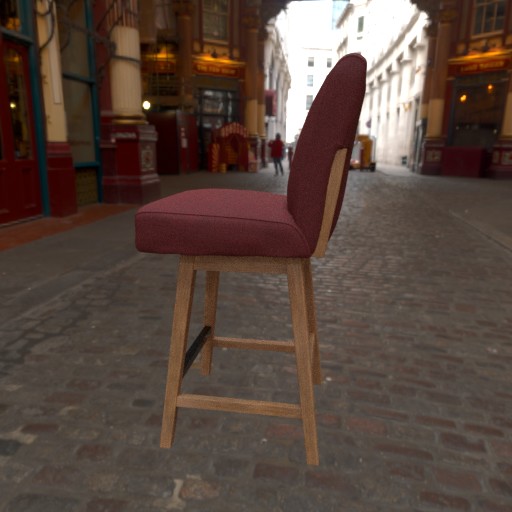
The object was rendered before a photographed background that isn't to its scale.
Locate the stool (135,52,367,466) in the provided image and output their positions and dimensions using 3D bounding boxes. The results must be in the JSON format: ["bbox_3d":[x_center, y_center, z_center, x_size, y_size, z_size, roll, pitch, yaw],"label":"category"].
[{"bbox_3d":[0.000,0.000,1.307,0.562,1.038,0.468,2,15,9],"label":"stool"}]
